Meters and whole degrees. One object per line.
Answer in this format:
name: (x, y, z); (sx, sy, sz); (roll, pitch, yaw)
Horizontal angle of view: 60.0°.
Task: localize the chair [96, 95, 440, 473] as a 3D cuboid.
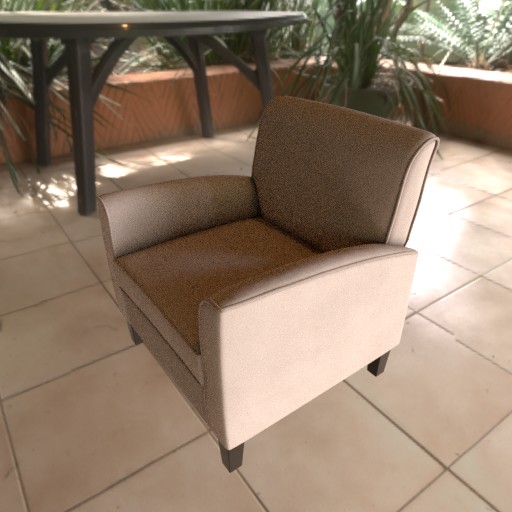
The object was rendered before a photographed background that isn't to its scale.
chair: (0.000, 0.000, 1.560); (0.820, 0.915, 0.820); (-21, 36, -31)
